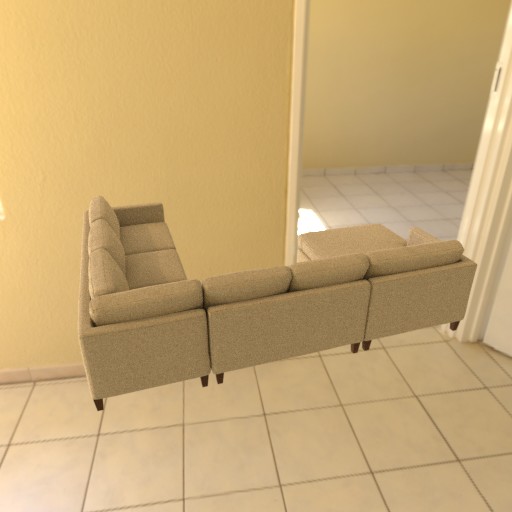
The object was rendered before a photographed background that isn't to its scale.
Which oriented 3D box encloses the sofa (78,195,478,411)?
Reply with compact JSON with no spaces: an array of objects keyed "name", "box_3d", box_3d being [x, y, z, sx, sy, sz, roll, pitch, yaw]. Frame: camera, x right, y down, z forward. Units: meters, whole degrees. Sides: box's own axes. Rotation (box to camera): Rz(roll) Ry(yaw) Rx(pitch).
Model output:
[{"name":"sofa","box_3d":[0.000,0.000,4.728,3.460,0.959,2.593,-8,28,-16]}]
